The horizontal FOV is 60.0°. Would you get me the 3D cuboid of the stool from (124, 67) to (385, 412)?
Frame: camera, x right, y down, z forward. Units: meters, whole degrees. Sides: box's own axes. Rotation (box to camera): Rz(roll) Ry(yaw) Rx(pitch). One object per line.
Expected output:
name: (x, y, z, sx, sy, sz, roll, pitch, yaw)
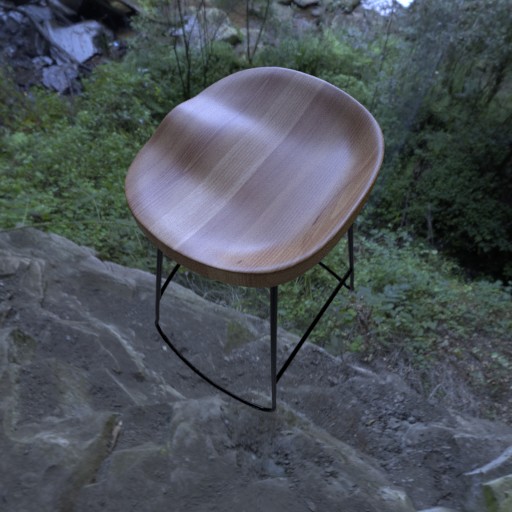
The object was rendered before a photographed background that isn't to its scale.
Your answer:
stool: (0.000, 0.000, 0.965, 0.401, 0.679, 0.480, 32, 67, 15)
